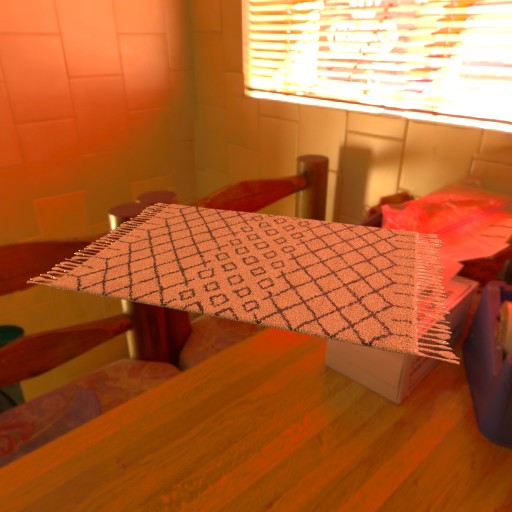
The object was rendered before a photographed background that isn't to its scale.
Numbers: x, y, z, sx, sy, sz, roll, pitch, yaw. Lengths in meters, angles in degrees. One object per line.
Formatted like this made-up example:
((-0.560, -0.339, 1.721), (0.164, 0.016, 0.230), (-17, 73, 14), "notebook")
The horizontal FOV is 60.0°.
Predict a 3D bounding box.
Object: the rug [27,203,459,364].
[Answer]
((0.000, 0.000, 3.203), (2.615, 0.029, 1.664), (8, 27, 16), "rug")
